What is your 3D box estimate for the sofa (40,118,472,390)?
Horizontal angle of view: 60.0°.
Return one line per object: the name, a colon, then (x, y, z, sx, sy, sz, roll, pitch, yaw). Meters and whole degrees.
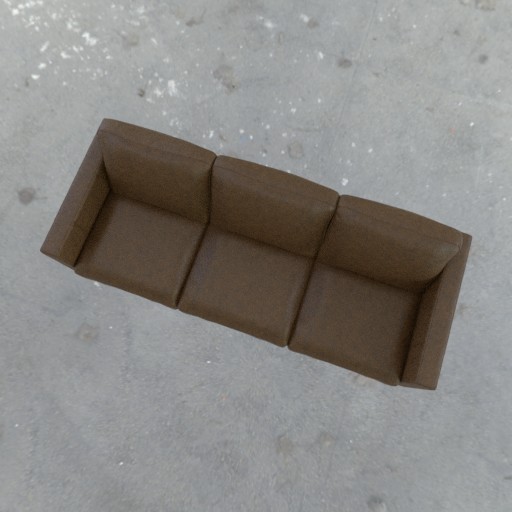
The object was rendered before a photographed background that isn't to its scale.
sofa: (0.000, 0.000, 2.646, 2.231, 0.930, 0.903, 19, 77, 5)
